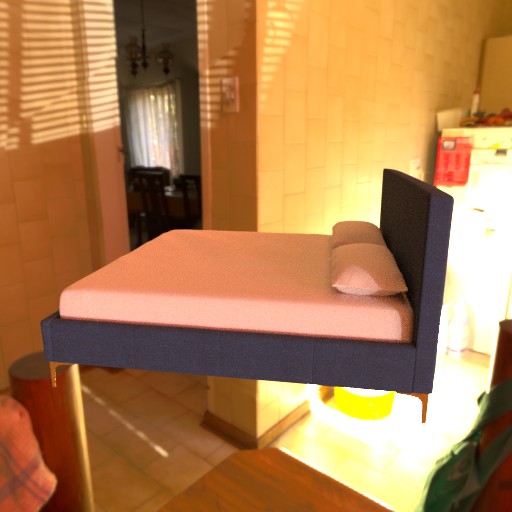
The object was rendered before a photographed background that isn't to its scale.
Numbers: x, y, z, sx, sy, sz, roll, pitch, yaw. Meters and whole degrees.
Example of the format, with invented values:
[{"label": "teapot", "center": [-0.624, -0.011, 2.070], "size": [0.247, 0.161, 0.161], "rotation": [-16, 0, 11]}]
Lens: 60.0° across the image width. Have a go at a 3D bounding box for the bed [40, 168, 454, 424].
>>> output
[{"label": "bed", "center": [0.000, 0.000, 3.371], "size": [2.232, 1.231, 2.096], "rotation": [2, 15, 9]}]
